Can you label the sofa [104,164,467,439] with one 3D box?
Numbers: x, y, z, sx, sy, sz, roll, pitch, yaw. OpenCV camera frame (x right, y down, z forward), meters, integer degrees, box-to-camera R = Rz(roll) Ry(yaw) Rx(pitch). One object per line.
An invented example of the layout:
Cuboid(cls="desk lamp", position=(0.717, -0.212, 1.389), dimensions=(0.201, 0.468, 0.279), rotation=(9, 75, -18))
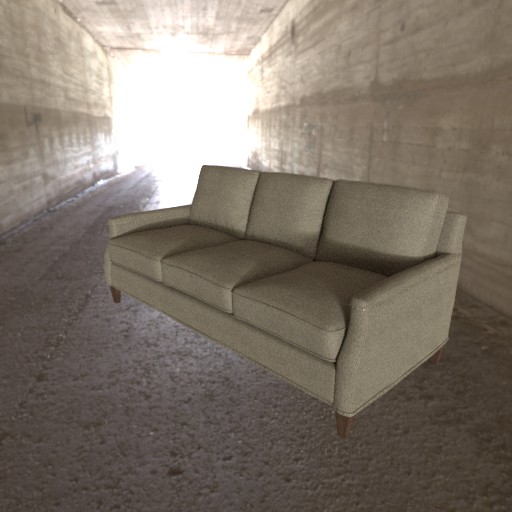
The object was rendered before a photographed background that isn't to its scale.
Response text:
Cuboid(cls="sofa", position=(0.000, 0.000, 2.863), dimensions=(1.084, 1.003, 2.246), rotation=(-16, 23, -42))
